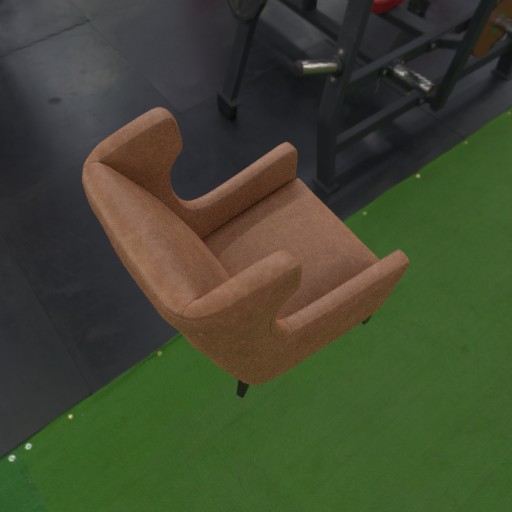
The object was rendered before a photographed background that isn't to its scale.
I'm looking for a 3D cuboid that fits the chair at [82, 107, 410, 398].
[{"bbox_3d":[0.000,0.000,1.689,0.899,1.079,0.766,-31,64,-17],"label":"chair"}]
